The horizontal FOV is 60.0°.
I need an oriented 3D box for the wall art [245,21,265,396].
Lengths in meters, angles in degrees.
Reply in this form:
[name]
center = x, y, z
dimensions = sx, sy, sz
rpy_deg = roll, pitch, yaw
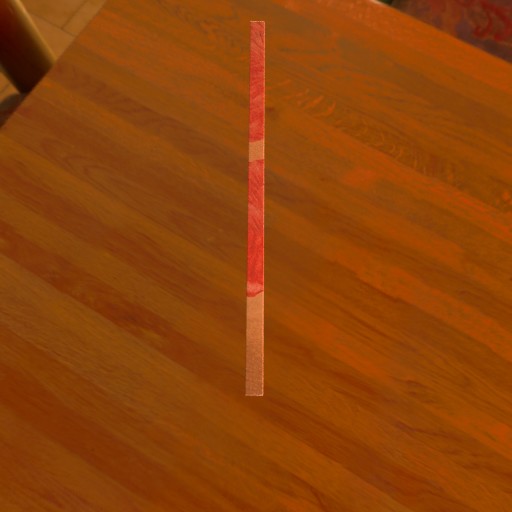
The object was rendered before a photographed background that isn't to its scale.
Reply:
[wall art]
center = 0.000, 0.000, 1.333
dimensions = 0.031, 1.015, 0.762
rpy_deg = 0, 75, 0
